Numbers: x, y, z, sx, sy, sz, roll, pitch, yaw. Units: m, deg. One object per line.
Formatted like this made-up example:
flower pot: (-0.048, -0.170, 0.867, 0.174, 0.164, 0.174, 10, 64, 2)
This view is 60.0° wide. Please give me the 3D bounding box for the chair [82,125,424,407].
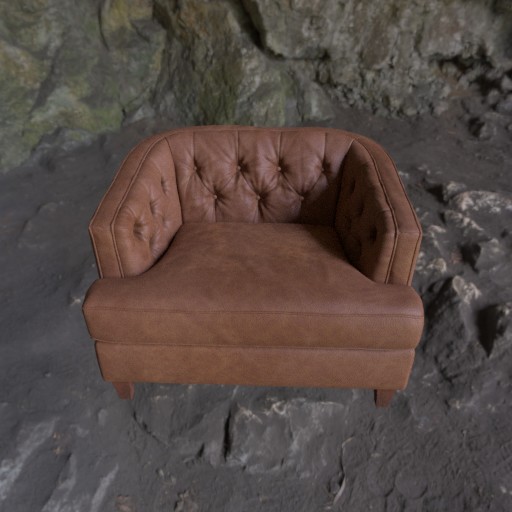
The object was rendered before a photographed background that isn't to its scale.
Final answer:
chair: (0.000, 0.000, 1.798, 1.119, 0.836, 0.911, 1, 31, 2)
